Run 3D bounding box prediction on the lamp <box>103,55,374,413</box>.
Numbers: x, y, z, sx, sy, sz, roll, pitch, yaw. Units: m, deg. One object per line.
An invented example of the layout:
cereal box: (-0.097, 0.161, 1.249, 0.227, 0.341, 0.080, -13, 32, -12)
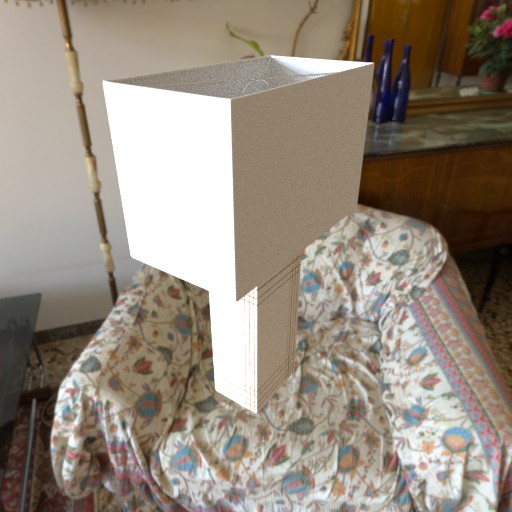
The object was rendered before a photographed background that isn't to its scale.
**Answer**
lamp: (0.000, 0.000, 0.697, 0.182, 0.543, 0.334, 20, 35, 30)
